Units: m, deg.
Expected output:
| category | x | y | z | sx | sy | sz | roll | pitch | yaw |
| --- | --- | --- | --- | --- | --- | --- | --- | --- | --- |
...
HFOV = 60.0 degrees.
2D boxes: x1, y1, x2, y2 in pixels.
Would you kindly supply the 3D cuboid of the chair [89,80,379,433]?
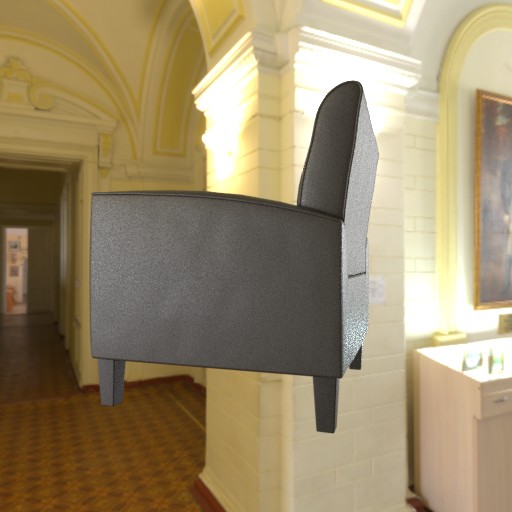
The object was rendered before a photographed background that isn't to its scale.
| category | x | y | z | sx | sy | sz | roll | pitch | yaw |
| --- | --- | --- | --- | --- | --- | --- | --- | --- | --- |
| chair | 0.000 | 0.000 | 1.592 | 0.819 | 0.916 | 0.820 | 0 | -1 | 19 |
